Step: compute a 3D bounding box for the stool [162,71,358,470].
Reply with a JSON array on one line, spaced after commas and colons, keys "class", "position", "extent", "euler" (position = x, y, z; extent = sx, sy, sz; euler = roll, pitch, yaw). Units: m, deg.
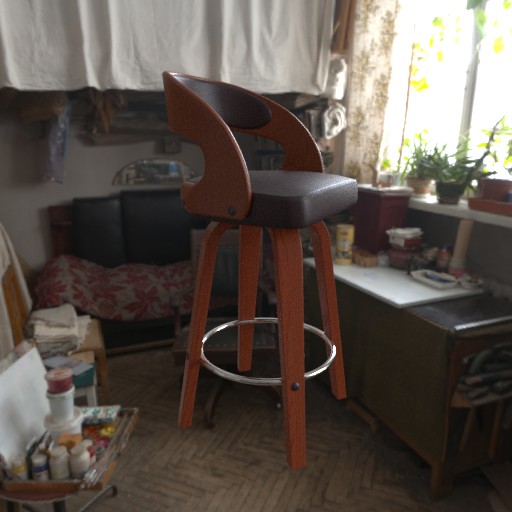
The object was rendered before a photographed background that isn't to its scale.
[{"class": "stool", "position": [0.000, 0.000, 1.192], "extent": [0.457, 0.940, 0.457], "euler": [8, 17, 27]}]
